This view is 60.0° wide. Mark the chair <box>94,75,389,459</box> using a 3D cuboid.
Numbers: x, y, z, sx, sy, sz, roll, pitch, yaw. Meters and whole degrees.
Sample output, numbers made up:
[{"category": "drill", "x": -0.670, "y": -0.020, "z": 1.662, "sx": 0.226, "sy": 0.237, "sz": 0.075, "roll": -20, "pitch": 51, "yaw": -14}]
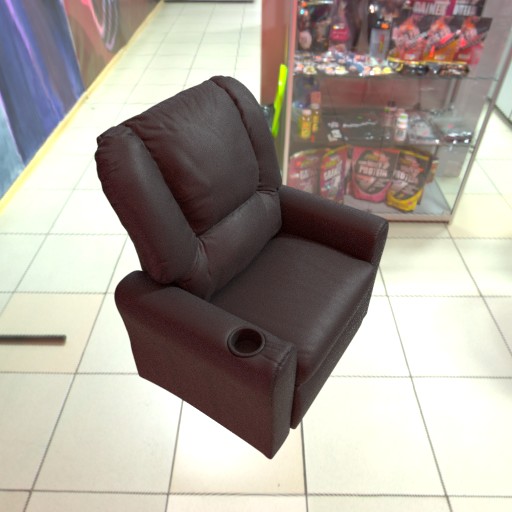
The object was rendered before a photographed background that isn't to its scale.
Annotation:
[{"category": "chair", "x": 0.000, "y": 0.000, "z": 1.102, "sx": 0.521, "sy": 0.709, "sz": 0.610, "roll": 24, "pitch": 46, "yaw": 25}]
